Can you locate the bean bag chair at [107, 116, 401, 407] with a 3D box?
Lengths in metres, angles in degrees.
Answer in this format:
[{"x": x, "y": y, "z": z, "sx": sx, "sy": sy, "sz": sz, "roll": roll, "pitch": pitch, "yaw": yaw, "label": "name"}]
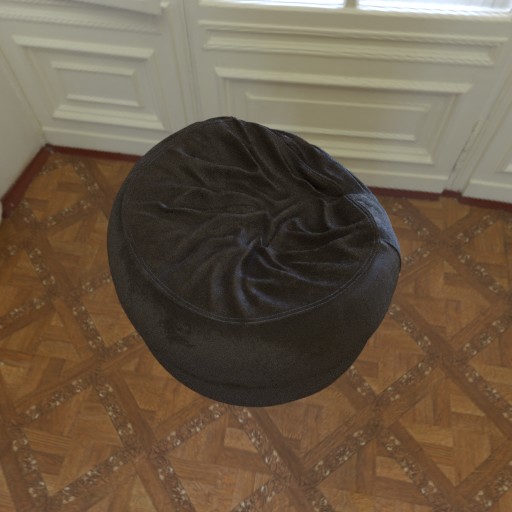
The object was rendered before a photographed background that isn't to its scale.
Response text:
[{"x": 0.000, "y": 0.000, "z": 1.498, "sx": 0.918, "sy": 0.605, "sz": 0.918, "roll": 0, "pitch": 58, "yaw": 0, "label": "bean bag chair"}]
